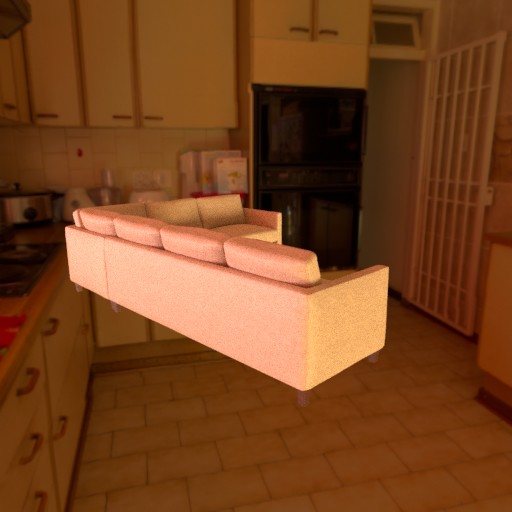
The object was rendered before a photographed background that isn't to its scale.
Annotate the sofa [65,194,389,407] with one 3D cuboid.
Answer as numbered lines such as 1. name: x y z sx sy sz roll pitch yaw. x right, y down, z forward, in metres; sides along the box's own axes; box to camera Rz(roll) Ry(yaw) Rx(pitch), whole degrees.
1. sofa: 0.000 0.000 4.480 3.333 0.934 2.522 13 18 43
